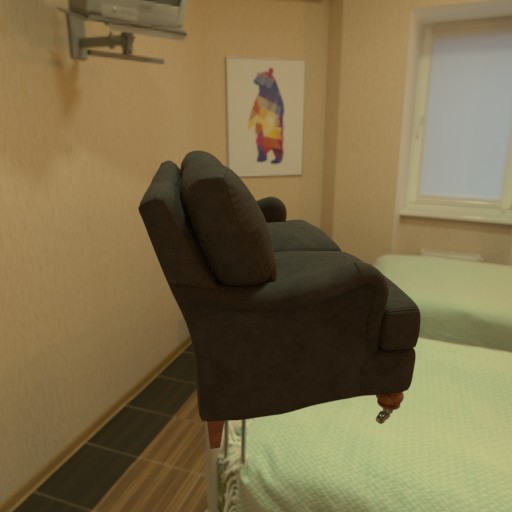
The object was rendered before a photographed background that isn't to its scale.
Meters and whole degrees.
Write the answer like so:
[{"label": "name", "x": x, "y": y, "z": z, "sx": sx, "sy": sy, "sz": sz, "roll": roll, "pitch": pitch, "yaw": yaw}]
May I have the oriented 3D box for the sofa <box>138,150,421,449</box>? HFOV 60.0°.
[{"label": "sofa", "x": 0.000, "y": 0.000, "z": 2.508, "sx": 1.084, "sy": 1.101, "sz": 1.853, "roll": -3, "pitch": 16, "yaw": -9}]
